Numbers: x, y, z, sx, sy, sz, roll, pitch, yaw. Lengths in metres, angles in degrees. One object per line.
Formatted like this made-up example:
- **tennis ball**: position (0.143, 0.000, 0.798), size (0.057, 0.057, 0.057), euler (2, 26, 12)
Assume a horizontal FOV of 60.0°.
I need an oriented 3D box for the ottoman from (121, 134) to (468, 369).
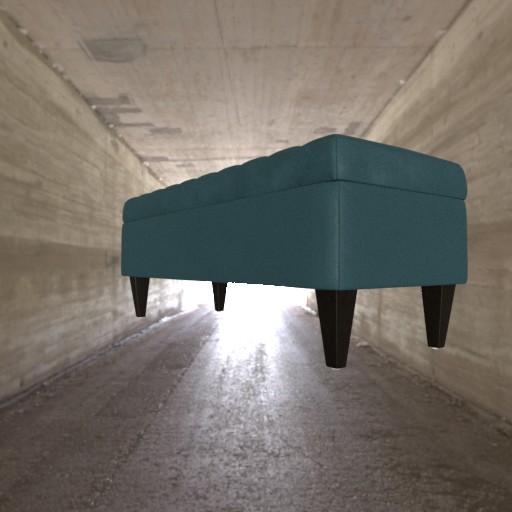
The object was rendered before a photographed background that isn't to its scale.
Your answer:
- **ottoman**: position (0.000, 0.000, 1.414), size (0.482, 0.469, 1.151), euler (1, -1, -36)
